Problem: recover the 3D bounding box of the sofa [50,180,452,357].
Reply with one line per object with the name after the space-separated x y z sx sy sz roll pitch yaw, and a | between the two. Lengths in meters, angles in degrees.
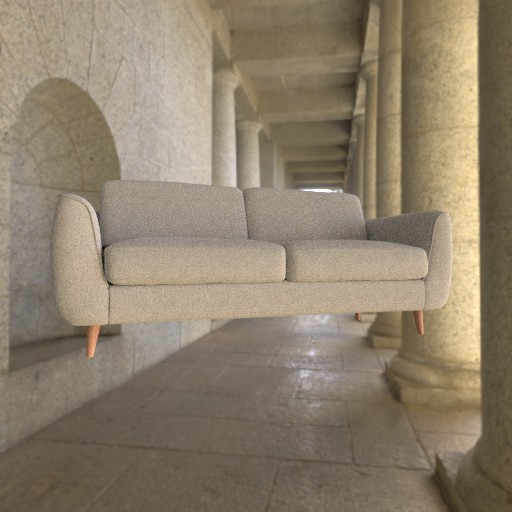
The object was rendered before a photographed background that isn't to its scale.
0.000 0.000 2.432 2.000 0.850 0.920 0 0 -19 | sofa
